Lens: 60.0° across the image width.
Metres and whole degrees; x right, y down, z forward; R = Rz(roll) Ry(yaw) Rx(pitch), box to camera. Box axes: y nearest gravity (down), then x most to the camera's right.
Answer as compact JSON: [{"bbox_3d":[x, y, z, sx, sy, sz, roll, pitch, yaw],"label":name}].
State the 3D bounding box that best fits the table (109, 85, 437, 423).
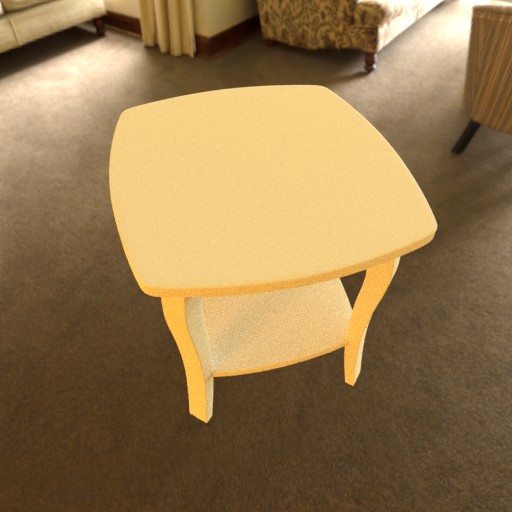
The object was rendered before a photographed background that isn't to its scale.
[{"bbox_3d":[0.000,0.000,0.857,0.451,0.438,0.502,-11,47,-10],"label":"table"}]
